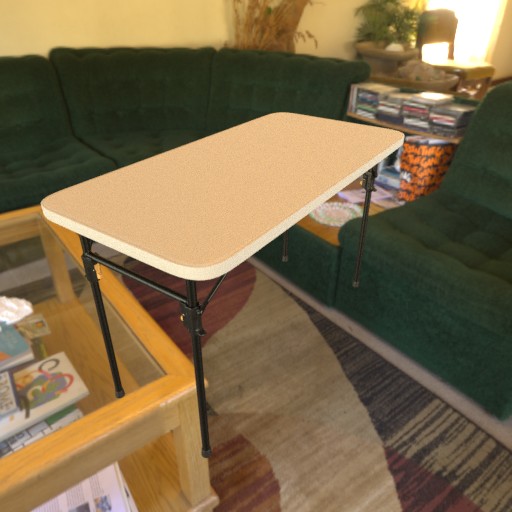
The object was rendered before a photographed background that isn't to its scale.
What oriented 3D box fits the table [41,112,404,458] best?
[{"bbox_3d":[0.000,0.000,1.629,0.610,0.729,1.219,20,37,29],"label":"table"}]
